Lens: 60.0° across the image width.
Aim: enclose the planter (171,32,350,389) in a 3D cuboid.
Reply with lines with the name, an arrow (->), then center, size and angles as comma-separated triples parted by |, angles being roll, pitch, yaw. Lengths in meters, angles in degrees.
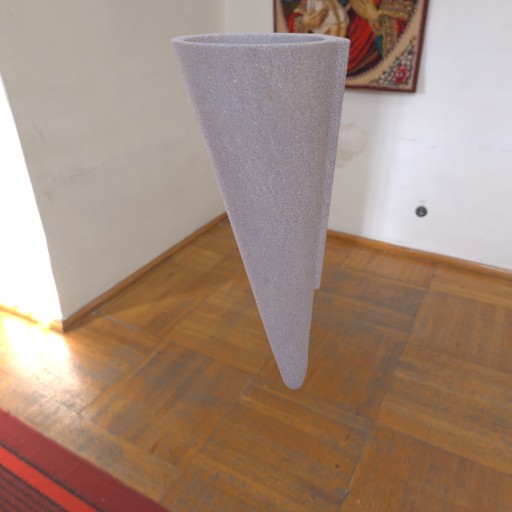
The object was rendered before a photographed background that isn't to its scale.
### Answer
planter -> 0.000, 0.000, 0.292 | 0.087, 0.259, 0.078 | -8, 31, -14
